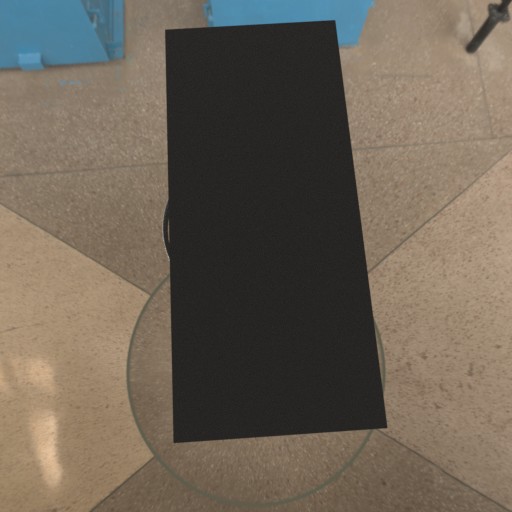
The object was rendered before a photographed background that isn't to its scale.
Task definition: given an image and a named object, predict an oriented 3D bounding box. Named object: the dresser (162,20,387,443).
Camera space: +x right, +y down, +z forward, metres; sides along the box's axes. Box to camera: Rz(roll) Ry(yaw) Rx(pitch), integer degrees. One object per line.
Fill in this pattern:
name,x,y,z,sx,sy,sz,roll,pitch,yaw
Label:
dresser,0.000,0.000,1.122,0.360,0.720,0.750,-4,76,-1
